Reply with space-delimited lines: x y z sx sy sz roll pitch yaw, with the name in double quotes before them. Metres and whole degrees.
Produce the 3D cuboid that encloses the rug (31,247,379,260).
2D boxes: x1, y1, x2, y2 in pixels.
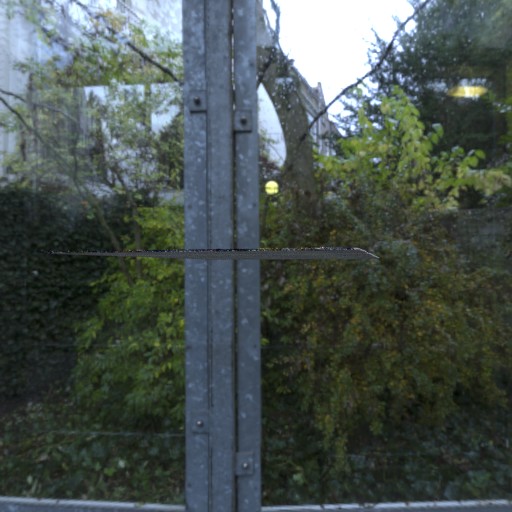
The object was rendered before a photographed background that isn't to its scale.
"rug" 0.000 0.000 2.358 1.217 0.012 1.848 0 -1 18
